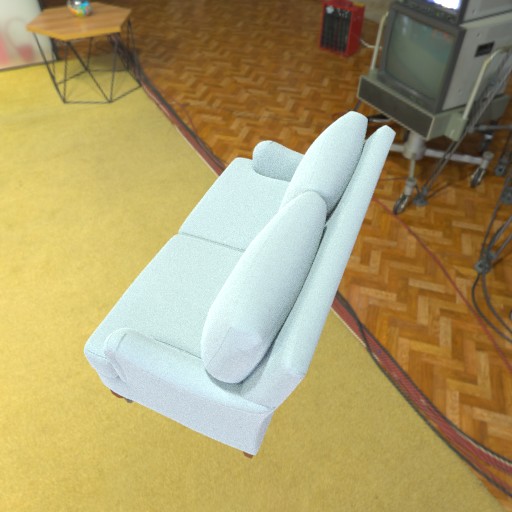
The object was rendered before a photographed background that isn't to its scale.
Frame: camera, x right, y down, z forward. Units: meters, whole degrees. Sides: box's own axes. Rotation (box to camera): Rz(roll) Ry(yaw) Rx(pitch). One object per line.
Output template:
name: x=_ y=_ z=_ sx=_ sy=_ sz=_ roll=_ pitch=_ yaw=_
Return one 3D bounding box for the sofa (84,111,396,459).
sofa: x=0.000 y=0.000 z=2.521 sx=1.084 sy=1.101 sz=1.853 roll=16 pitch=47 yaw=16
